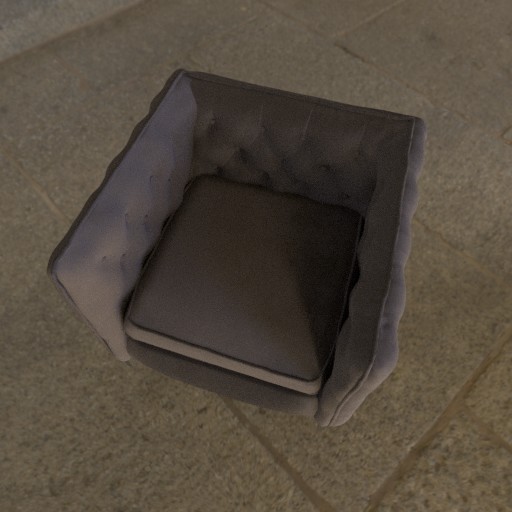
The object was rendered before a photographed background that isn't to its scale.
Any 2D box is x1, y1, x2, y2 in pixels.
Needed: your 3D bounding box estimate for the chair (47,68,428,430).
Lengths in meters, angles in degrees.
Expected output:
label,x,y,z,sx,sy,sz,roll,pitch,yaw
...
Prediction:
label,x,y,z,sx,sy,sz,roll,pitch,yaw
chair,0.000,0.000,1.599,0.946,0.807,0.913,15,59,9
